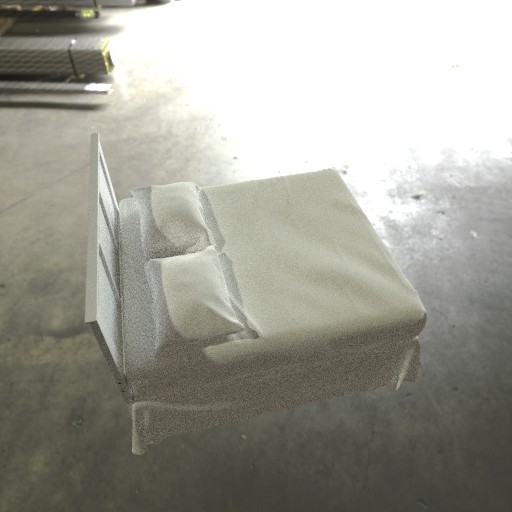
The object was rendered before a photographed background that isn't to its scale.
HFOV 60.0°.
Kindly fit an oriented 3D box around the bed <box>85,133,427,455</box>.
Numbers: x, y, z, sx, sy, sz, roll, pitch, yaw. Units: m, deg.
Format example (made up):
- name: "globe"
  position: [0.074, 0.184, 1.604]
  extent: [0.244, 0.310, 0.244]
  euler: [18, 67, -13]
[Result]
- name: "bed"
  position: [0.000, 0.000, 3.134]
  extent: [2.047, 1.269, 1.876]
  euler: [-10, 47, -9]
